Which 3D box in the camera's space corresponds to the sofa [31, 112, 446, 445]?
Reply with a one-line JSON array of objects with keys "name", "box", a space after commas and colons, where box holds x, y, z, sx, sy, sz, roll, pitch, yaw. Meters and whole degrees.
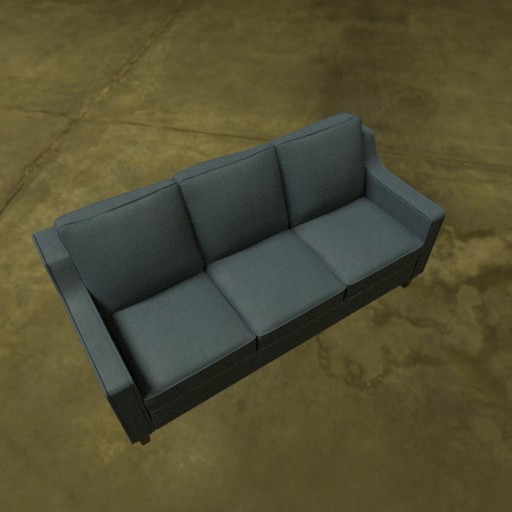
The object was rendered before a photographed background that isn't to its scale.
[{"name": "sofa", "box": [0.000, 0.000, 2.474, 1.986, 0.974, 0.911, -26, 52, -22]}]
